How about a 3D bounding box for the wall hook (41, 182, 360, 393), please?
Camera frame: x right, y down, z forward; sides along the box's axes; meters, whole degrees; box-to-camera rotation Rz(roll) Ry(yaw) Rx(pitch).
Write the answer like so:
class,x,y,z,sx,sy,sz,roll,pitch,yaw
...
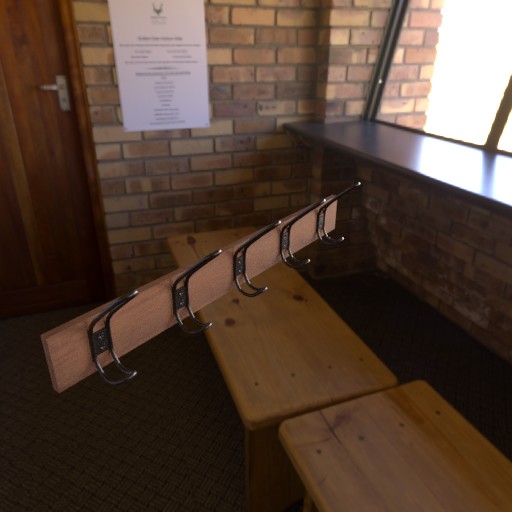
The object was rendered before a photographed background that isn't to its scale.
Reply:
class,x,y,z,sx,sy,sz,roll,pitch,yaw
wall hook,0.000,0.000,0.592,0.076,0.116,0.554,18,30,34
